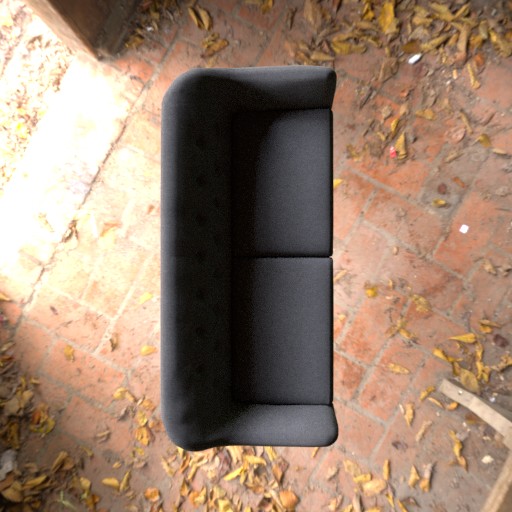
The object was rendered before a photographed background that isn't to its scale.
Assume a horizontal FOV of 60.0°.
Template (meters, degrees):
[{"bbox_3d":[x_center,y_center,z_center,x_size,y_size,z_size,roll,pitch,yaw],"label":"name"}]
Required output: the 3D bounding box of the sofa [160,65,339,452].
[{"bbox_3d":[0.000,0.000,2.287,0.820,0.820,1.840,0,90,1],"label":"sofa"}]
